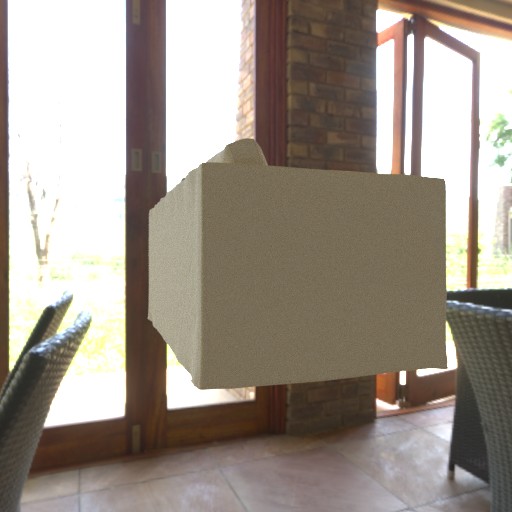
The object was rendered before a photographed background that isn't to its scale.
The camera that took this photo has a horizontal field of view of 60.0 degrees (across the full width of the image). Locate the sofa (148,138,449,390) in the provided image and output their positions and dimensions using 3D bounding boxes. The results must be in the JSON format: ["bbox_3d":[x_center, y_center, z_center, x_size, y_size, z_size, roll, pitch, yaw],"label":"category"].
[{"bbox_3d":[0.000,0.000,2.313,0.962,0.834,1.746,0,0,-19],"label":"sofa"}]
